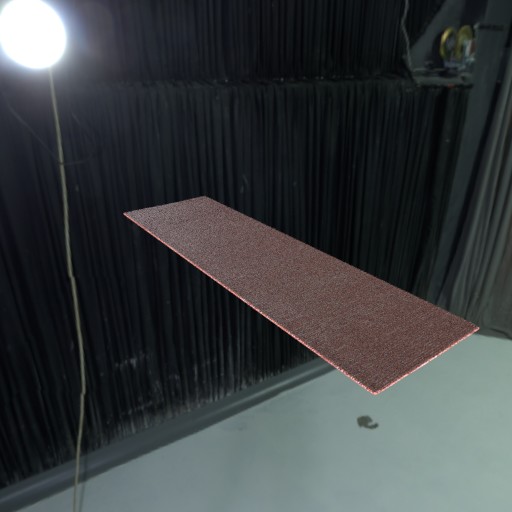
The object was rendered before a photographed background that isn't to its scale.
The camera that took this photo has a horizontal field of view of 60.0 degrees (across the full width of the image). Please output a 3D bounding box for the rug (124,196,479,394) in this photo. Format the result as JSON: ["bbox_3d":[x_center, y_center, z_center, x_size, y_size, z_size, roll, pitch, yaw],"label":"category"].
[{"bbox_3d":[0.000,0.000,2.550,0.687,0.012,2.307,-17,30,-33],"label":"rug"}]
